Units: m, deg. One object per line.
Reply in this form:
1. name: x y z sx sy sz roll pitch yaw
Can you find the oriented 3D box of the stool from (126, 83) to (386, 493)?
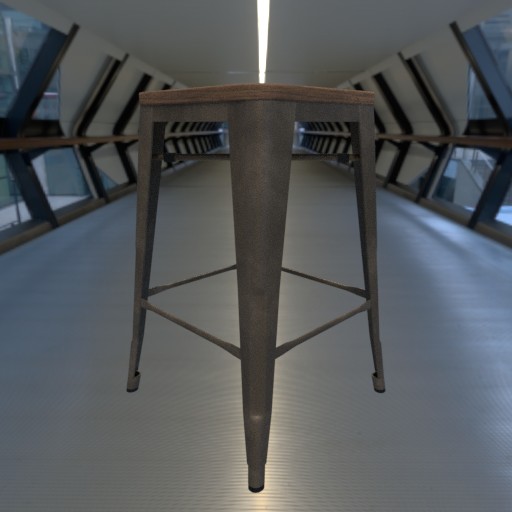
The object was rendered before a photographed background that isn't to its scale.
1. stool: 0.000 0.000 0.878 0.407 0.607 0.407 -16 23 -43
